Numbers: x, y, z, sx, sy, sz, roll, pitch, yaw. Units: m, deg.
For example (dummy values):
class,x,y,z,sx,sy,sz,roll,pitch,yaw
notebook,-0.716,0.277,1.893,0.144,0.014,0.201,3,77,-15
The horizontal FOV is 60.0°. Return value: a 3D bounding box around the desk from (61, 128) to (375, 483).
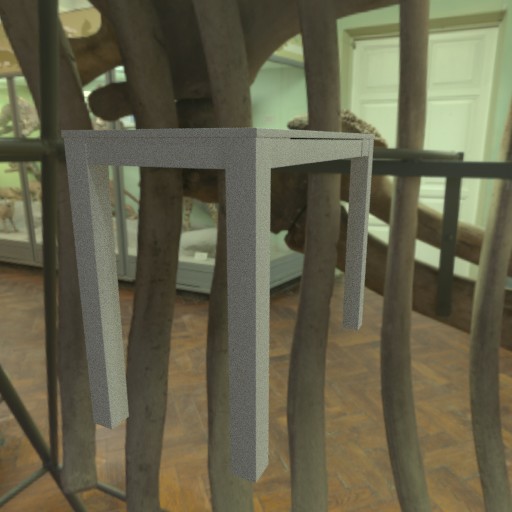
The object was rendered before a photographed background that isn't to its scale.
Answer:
class,x,y,z,sx,sy,sz,roll,pitch,yaw
desk,0.000,0.000,1.425,0.497,0.762,0.990,7,16,26
